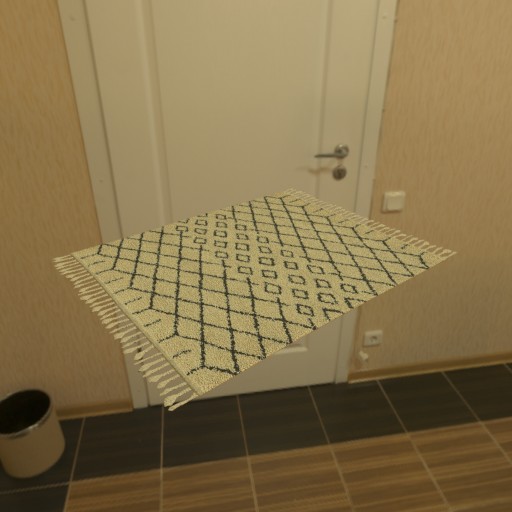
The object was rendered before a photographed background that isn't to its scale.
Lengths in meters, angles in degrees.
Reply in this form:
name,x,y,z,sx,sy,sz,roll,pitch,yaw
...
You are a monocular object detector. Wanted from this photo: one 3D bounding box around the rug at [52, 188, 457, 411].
name,x,y,z,sx,sy,sz,roll,pitch,yaw
rug,0.000,0.000,4.332,3.213,0.030,2.388,-21,35,-33
